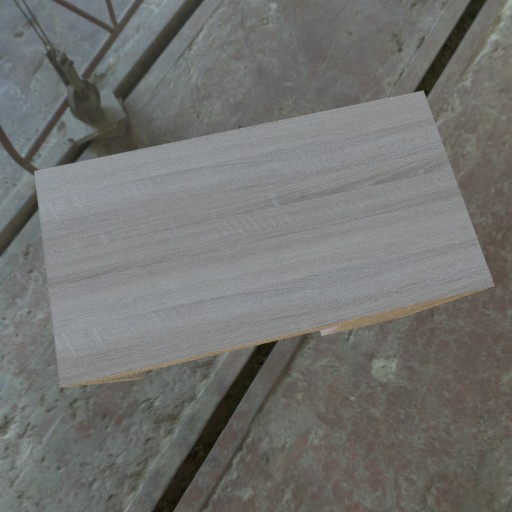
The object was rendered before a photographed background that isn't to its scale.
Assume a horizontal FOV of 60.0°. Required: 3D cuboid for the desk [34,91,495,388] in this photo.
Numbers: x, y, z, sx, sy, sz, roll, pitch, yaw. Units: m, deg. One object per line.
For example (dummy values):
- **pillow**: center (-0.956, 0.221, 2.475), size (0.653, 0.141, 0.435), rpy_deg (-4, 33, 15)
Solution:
- **desk**: center (0.000, 0.000, 1.514), size (1.100, 0.731, 0.600), rpy_deg (-13, 76, -3)
